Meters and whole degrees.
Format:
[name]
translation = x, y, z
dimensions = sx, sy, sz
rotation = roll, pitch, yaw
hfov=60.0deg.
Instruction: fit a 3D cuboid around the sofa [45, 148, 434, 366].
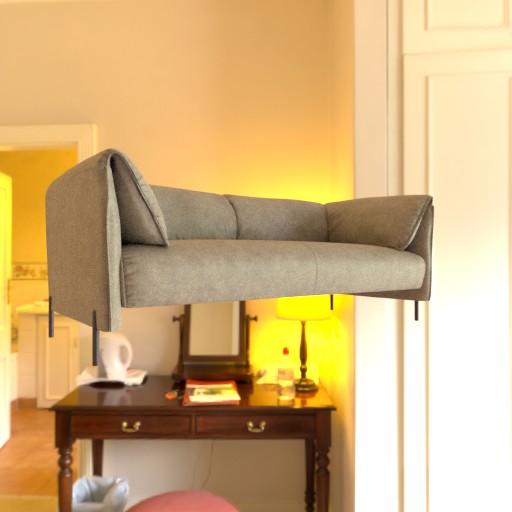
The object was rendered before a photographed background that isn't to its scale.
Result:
[sofa]
translation = 0.000, 0.000, 2.293
dimensions = 1.878, 0.747, 0.905
rotation = 0, 0, -36
